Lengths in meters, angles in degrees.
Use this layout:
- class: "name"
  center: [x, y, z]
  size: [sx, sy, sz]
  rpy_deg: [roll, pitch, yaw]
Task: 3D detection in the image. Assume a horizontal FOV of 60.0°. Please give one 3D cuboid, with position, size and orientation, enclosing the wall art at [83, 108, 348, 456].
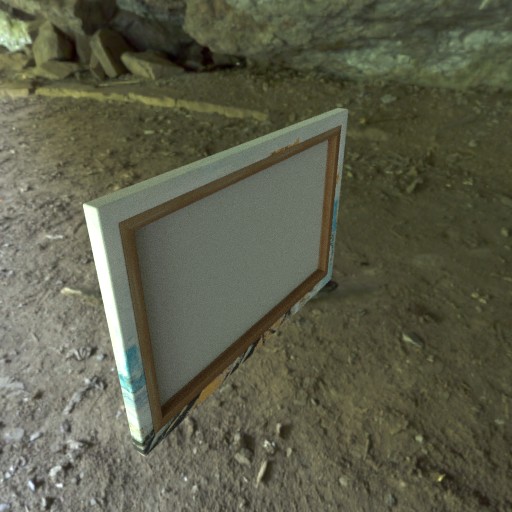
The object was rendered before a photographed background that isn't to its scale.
- class: "wall art"
  center: [0.000, 0.000, 1.178]
  size: [0.038, 0.609, 0.913]
  rpy_deg: [20, 35, 30]
